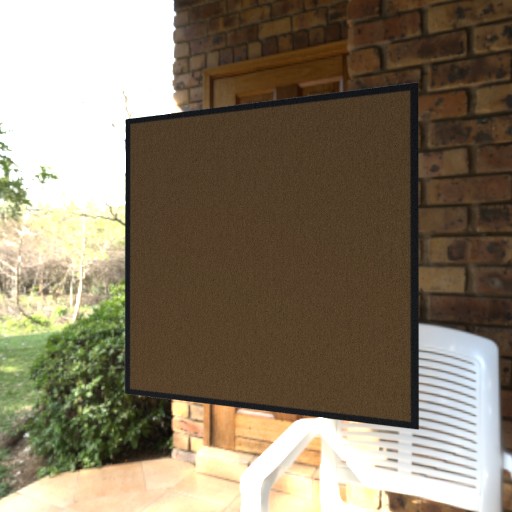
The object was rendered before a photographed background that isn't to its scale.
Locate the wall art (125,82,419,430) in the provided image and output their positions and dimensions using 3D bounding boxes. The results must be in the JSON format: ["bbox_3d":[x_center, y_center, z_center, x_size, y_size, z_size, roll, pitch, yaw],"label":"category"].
[{"bbox_3d":[0.000,0.000,1.169,0.805,0.803,0.022,0,0,20],"label":"wall art"}]
